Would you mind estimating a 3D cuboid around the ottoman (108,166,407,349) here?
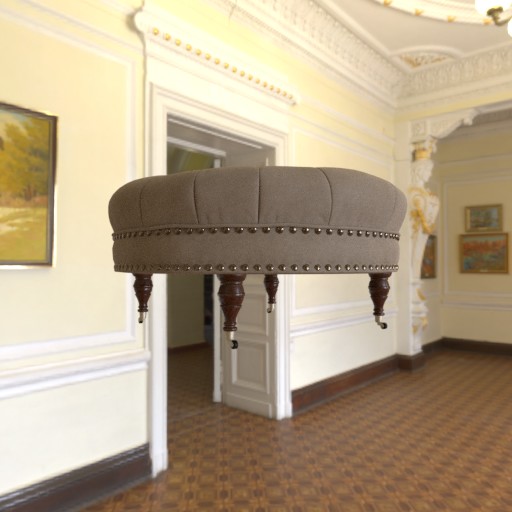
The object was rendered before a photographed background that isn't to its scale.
[{"bbox_3d":[0.000,0.000,1.386,0.901,0.439,0.901,0,-1,0],"label":"ottoman"}]
